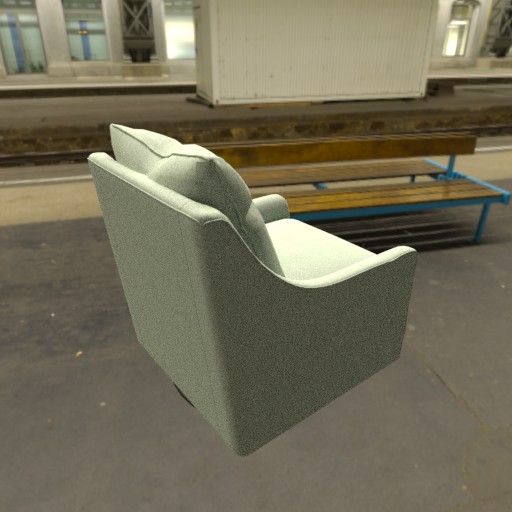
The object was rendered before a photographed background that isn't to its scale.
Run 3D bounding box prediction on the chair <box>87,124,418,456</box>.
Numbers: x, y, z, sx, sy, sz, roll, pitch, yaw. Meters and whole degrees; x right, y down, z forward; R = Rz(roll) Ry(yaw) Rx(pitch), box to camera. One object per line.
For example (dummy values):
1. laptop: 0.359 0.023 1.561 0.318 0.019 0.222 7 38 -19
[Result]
1. chair: 0.000 0.000 1.591 0.870 0.926 0.760 -19 32 -33
